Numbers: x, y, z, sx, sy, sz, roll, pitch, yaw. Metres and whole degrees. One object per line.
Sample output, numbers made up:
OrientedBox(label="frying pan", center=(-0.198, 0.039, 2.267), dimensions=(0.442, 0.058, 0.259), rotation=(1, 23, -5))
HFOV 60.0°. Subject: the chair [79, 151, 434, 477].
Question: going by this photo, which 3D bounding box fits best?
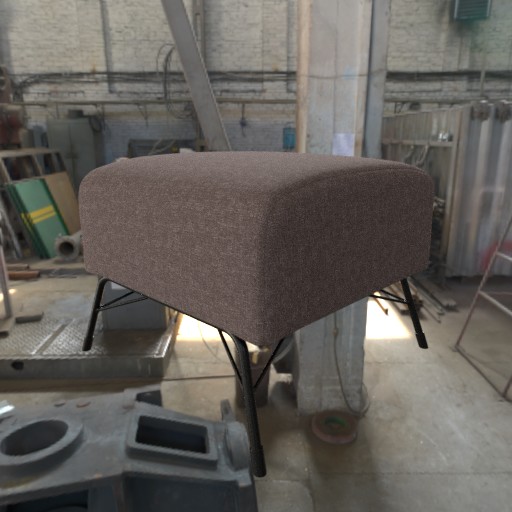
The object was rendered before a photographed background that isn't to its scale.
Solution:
OrientedBox(label="chair", center=(0.000, 0.000, 0.895), dimensions=(0.530, 0.410, 0.530), rotation=(14, 21, 42))
